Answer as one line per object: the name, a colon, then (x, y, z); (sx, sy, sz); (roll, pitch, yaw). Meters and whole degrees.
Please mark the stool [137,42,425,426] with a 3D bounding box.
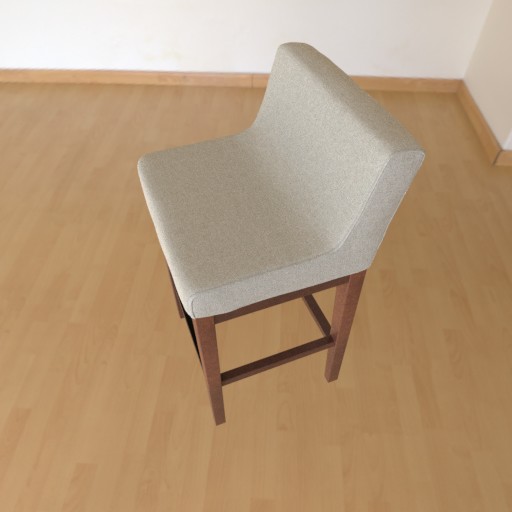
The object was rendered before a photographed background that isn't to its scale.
stool: (0.000, 0.000, 1.238); (0.500, 0.937, 0.511); (-16, 50, -14)
